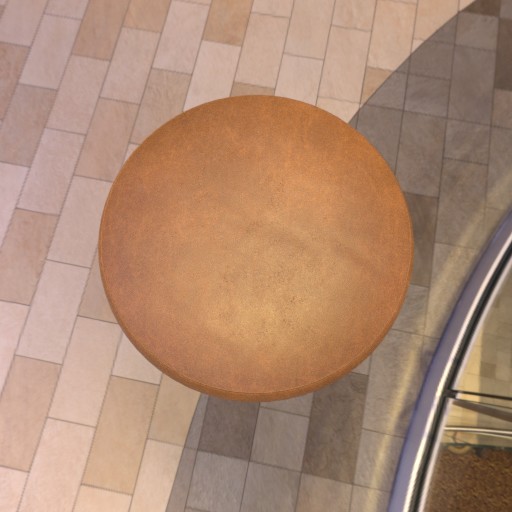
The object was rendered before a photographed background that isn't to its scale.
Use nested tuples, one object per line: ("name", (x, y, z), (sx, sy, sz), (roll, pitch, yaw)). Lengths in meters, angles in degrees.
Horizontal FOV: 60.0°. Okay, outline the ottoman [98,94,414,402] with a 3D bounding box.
("ottoman", (0.000, 0.000, 0.994), (0.607, 0.438, 0.607), (0, 76, 0))
